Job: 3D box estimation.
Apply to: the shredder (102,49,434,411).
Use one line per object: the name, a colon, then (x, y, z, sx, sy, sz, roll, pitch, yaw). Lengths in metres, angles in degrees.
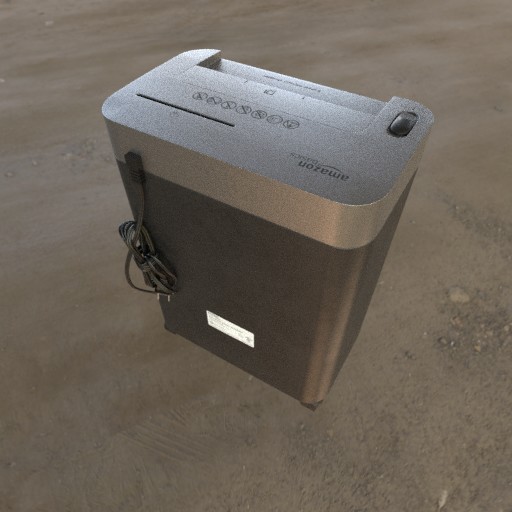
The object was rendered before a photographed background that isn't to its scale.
shredder: (0.000, 0.000, 0.596, 0.311, 0.419, 0.237, 24, 52, 20)
